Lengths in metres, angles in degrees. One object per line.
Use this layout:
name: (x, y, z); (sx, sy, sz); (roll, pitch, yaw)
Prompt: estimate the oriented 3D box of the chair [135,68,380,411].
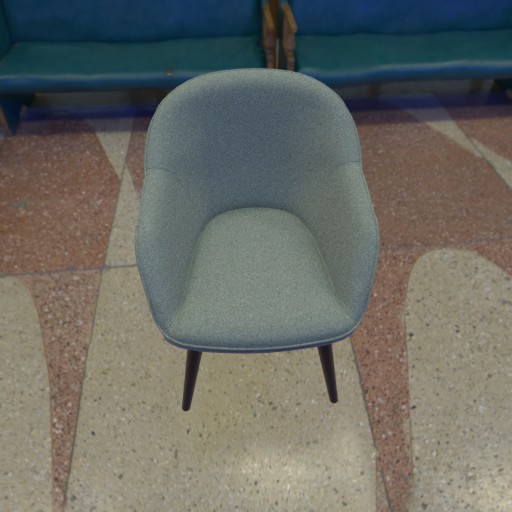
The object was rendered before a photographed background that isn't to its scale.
chair: (0.000, 0.000, 1.259); (0.589, 0.810, 0.611); (-2, 47, -2)
